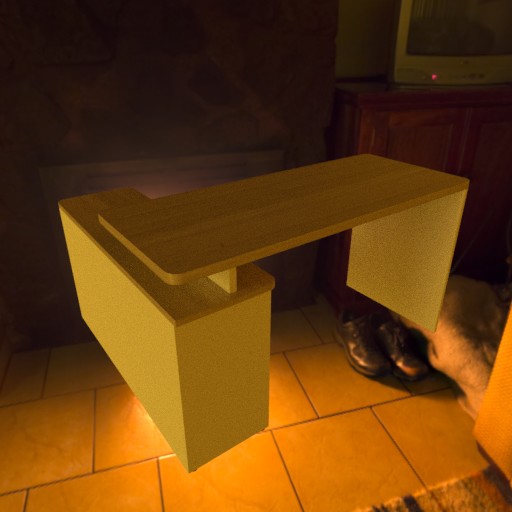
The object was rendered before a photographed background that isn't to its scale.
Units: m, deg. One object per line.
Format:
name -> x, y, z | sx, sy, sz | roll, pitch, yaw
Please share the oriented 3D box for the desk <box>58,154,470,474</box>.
desk -> 0.000, 0.000, 2.083 | 1.400, 0.770, 1.175 | -18, 32, -32
